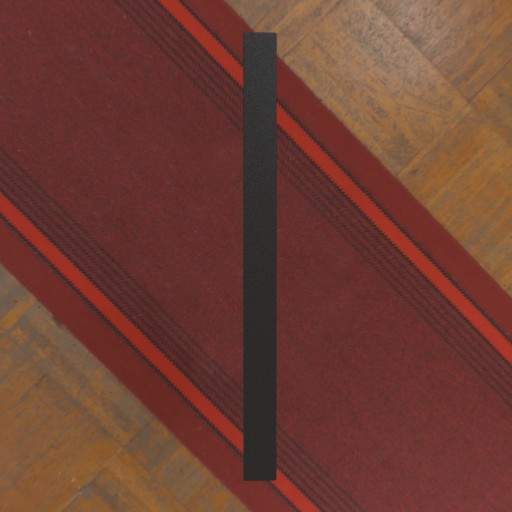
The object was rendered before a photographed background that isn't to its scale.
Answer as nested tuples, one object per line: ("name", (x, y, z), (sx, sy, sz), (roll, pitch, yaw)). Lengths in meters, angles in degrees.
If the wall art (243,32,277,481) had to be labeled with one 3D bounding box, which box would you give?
("wall art", (0.000, 0.000, 0.540), (0.028, 0.330, 0.380), (0, 90, -1))
